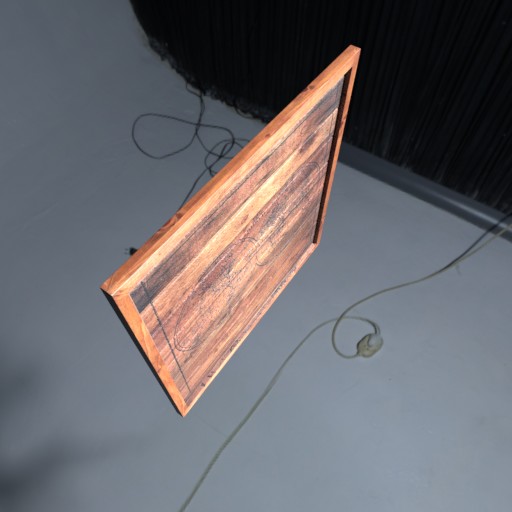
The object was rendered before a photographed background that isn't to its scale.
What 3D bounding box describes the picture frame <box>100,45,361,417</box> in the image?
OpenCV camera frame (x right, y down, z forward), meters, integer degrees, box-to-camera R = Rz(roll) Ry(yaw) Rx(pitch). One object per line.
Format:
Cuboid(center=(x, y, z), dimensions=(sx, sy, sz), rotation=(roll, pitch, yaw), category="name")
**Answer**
Cuboid(center=(0.000, 0.000, 1.217), dimensions=(0.029, 0.817, 0.810), rotation=(31, 63, 18), category="picture frame")
